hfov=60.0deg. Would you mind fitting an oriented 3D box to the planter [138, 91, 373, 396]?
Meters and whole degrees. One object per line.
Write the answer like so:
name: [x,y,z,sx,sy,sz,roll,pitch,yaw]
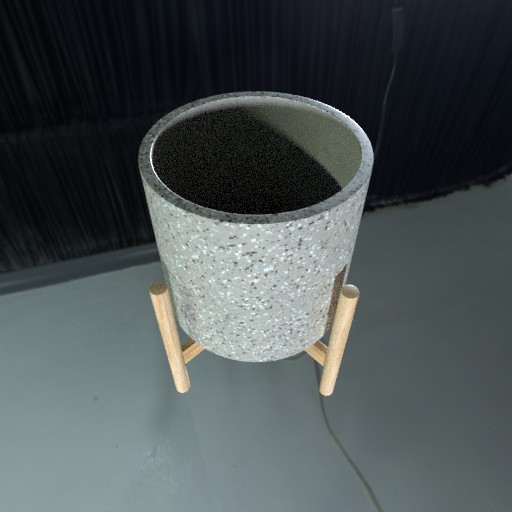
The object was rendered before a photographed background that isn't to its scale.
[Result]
planter: [0.000,0.000,0.732,0.360,0.419,0.360,-16,49,-14]
